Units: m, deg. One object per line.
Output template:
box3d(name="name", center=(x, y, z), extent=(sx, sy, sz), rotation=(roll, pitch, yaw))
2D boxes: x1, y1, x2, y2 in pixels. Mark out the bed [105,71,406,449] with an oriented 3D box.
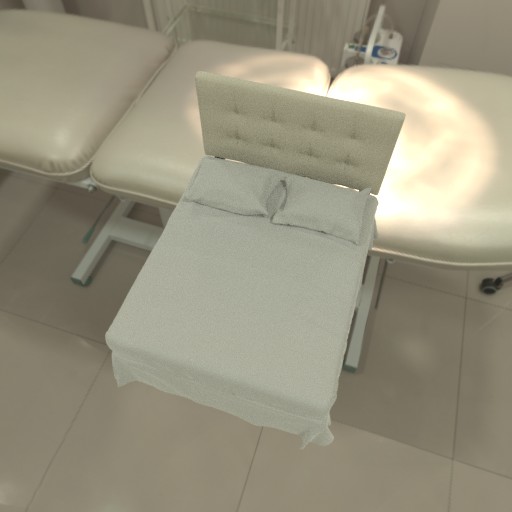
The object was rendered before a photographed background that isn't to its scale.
box3d(name="bed", center=(0.000, 0.000, 3.459), extent=(1.936, 1.577, 2.222), rotation=(15, 58, 10))
